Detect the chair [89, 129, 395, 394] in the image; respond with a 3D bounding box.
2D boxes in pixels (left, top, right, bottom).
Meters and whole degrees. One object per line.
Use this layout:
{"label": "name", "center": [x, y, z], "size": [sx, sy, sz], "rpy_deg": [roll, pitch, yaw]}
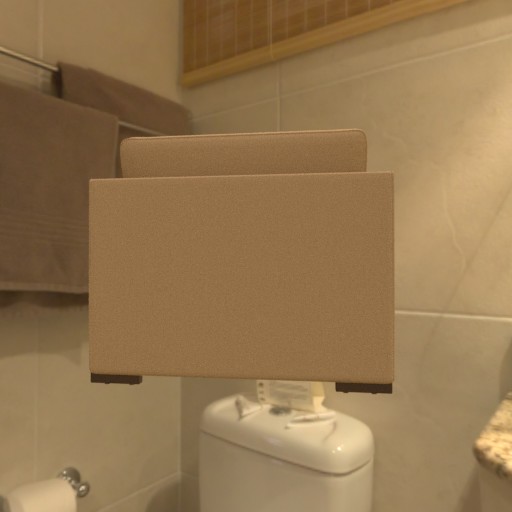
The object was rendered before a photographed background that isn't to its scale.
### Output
{"label": "chair", "center": [0.000, 0.000, 2.196], "size": [1.293, 1.005, 1.274], "rpy_deg": [0, -1, 0]}
